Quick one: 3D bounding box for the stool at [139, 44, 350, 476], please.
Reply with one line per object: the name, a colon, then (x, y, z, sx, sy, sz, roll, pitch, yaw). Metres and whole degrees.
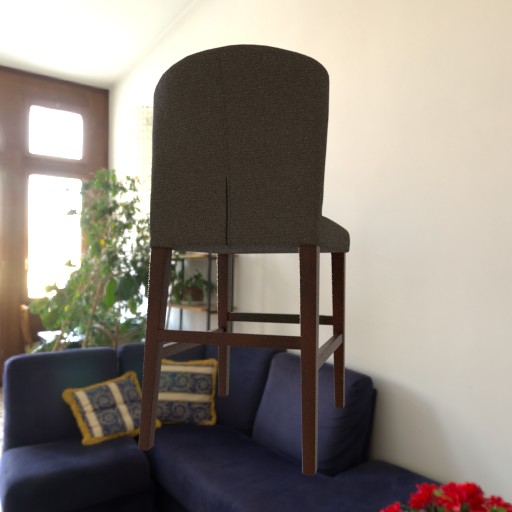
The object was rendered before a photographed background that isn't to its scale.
stool: (0.000, 0.000, 1.282, 0.479, 0.968, 0.568, -1, -2, 19)
